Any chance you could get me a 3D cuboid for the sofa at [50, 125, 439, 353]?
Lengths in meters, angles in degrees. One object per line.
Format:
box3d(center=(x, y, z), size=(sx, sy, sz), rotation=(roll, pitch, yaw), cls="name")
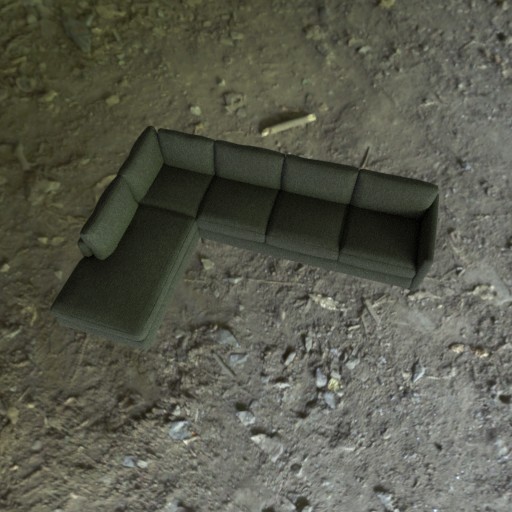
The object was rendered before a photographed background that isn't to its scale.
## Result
box3d(center=(0.000, 0.000, 3.885), size=(2.949, 0.815, 2.007), rotation=(14, 58, 9), cls="sofa")
